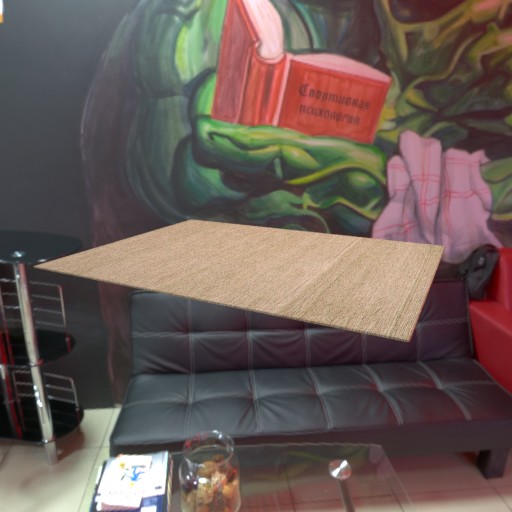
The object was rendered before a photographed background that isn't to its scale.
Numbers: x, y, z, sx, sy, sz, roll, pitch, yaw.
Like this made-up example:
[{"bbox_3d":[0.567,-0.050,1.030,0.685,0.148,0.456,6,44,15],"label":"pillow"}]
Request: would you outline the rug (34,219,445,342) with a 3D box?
[{"bbox_3d":[0.000,0.000,4.272,3.198,0.016,2.425,8,18,26],"label":"rug"}]
